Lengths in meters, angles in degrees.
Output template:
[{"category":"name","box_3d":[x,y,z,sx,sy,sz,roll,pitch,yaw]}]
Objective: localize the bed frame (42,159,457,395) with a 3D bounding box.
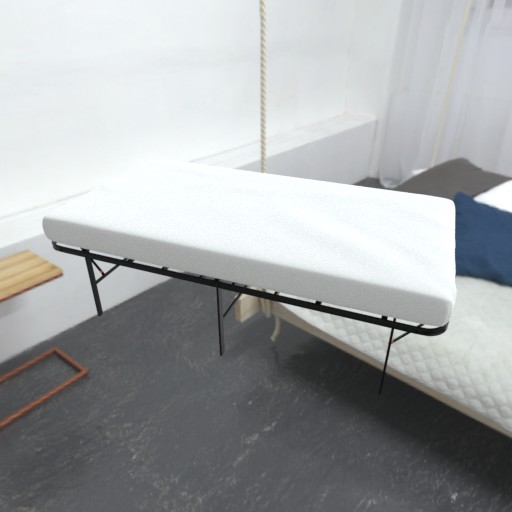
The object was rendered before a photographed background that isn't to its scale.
[{"category":"bed frame","box_3d":[0.000,0.000,2.379,1.903,0.619,0.989,11,32,18]}]
